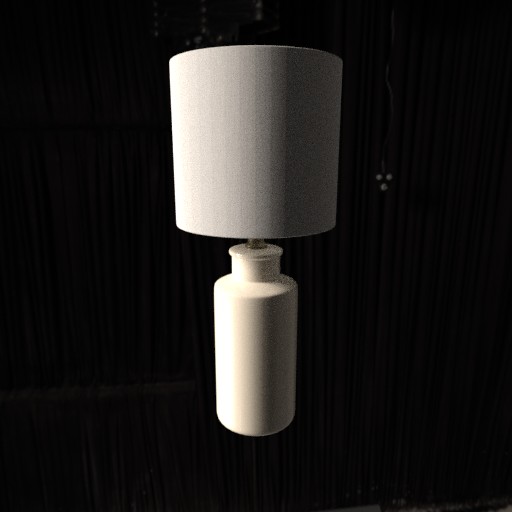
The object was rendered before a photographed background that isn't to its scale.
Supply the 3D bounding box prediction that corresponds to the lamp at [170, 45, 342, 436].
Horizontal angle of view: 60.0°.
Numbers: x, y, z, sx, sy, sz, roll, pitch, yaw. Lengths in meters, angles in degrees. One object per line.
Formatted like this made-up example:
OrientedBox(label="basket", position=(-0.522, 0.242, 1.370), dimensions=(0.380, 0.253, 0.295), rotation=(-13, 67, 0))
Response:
OrientedBox(label="lamp", position=(0.000, 0.000, 0.611), dimensions=(0.212, 0.493, 0.212), rotation=(-2, 14, -8))
